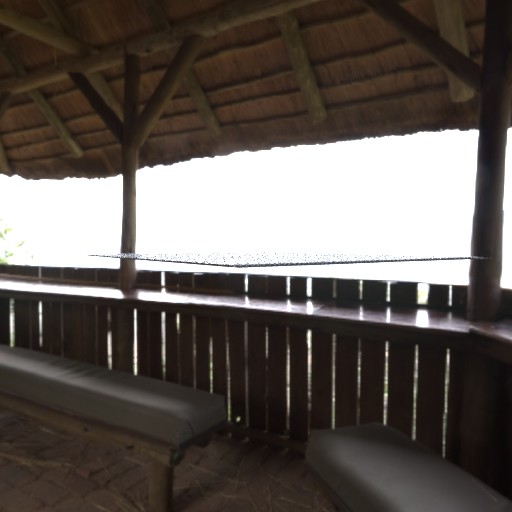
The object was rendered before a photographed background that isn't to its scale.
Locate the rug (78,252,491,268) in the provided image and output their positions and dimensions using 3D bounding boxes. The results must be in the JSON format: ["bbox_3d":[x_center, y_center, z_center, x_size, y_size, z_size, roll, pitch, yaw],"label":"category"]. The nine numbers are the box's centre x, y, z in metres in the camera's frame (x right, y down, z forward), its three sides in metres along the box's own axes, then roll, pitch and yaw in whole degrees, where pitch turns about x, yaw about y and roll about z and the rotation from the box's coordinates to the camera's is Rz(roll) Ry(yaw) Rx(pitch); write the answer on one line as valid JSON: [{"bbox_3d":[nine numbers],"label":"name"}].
[{"bbox_3d":[0.000,0.000,3.820,2.256,0.013,2.910,-1,2,-35],"label":"rug"}]
